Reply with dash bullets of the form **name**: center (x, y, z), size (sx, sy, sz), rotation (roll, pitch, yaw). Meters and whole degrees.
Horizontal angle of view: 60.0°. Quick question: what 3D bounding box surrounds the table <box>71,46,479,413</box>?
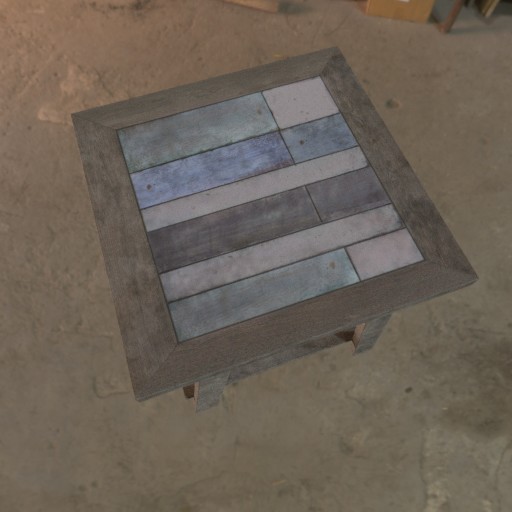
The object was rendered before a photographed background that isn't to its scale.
- **table**: center (0.000, 0.000, 1.124), size (0.610, 0.610, 0.610), rotation (-18, 66, -8)
